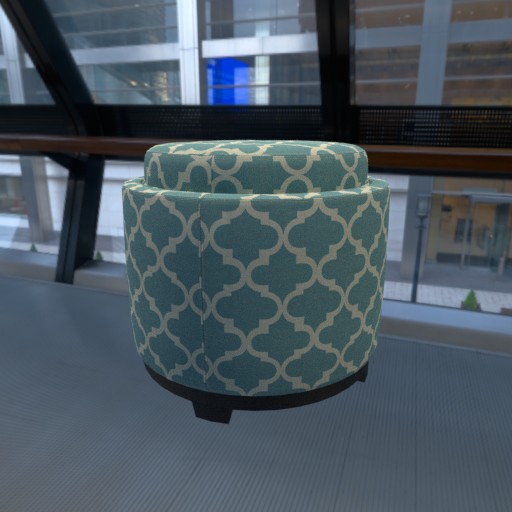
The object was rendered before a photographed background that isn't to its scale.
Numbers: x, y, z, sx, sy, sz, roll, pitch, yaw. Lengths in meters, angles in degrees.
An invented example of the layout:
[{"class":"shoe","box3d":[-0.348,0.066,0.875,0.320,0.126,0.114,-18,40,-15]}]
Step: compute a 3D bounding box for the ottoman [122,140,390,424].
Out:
[{"class":"ottoman","box3d":[0.000,0.000,0.852,0.480,0.429,0.480,0,16,0]}]
